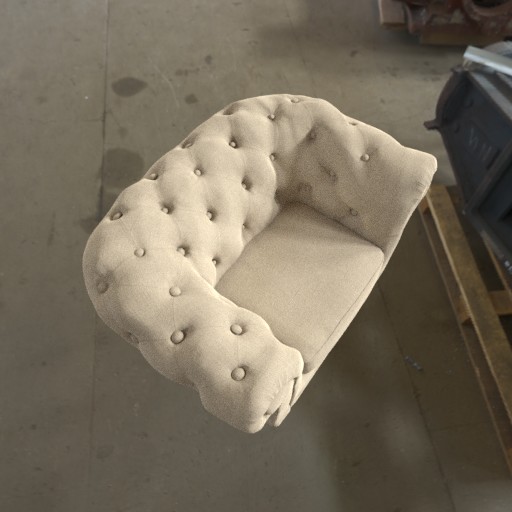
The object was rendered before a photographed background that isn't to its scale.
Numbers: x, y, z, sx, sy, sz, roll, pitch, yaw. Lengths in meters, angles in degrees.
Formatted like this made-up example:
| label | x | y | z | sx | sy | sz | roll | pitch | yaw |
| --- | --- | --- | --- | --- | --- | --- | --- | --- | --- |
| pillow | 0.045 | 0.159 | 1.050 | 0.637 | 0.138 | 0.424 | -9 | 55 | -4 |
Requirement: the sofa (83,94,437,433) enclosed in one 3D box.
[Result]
| label | x | y | z | sx | sy | sz | roll | pitch | yaw |
| --- | --- | --- | --- | --- | --- | --- | --- | --- | --- |
| sofa | 0.000 | 0.000 | 2.055 | 1.034 | 0.878 | 1.405 | 32 | 64 | 18 |
